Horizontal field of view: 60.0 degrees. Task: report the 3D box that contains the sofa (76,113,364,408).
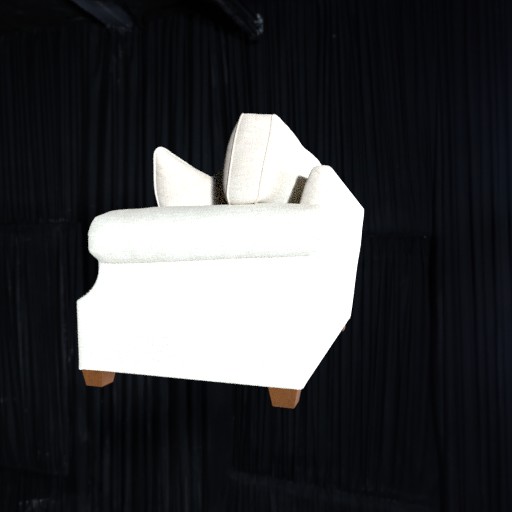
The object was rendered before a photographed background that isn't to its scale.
[{"bbox_3d":[0.000,0.000,2.251,0.966,0.966,1.701,0,1,17],"label":"sofa"}]
